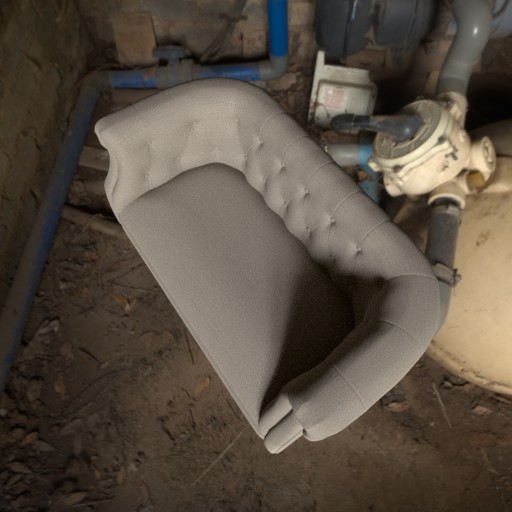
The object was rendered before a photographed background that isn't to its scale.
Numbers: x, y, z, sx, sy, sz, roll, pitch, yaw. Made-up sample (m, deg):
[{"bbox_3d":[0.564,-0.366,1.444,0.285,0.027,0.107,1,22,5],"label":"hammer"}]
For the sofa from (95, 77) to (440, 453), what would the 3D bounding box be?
[{"bbox_3d":[0.000,0.000,1.999,0.835,0.827,1.558,-32,68,-15],"label":"sofa"}]
